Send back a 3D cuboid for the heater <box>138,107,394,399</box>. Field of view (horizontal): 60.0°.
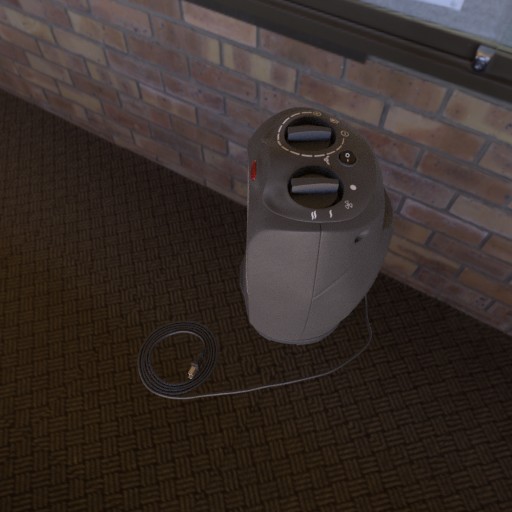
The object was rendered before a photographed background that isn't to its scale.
[{"bbox_3d":[0.000,0.000,0.476,0.291,0.255,0.239,-1,58,0],"label":"heater"}]
